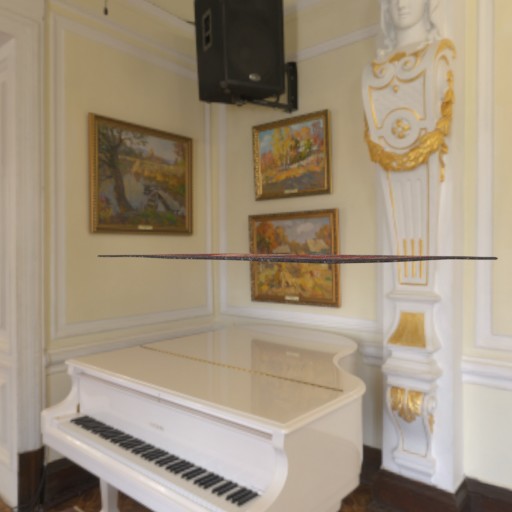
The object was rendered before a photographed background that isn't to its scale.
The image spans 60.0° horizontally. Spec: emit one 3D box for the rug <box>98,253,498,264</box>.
[{"bbox_3d":[0.000,0.000,3.533,1.522,0.034,3.032,0,1,-38],"label":"rug"}]
